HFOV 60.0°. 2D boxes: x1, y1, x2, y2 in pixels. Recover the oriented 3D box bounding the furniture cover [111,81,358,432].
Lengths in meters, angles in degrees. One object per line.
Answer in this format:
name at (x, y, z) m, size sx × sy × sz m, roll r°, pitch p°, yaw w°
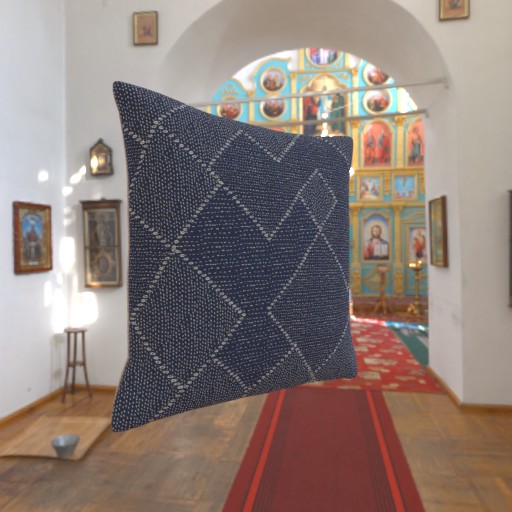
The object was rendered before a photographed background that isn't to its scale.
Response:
furniture cover at (0.000, 0.000, 0.782) m, size 0.511 × 0.503 × 0.162 m, roll 0°, pitch 0°, yaw -36°
